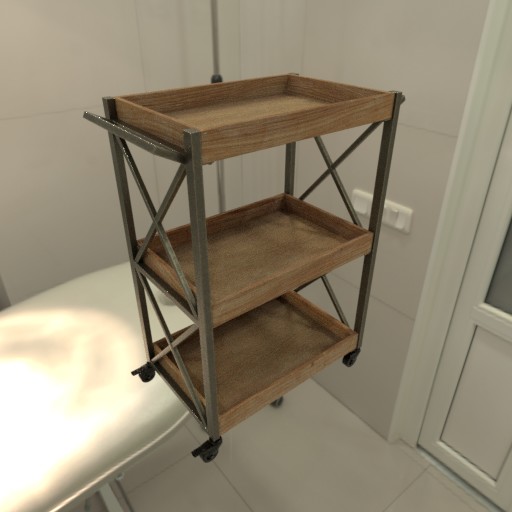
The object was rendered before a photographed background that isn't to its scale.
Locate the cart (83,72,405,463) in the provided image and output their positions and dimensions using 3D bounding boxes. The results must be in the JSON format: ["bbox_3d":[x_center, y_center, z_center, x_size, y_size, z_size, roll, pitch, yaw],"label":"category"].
[{"bbox_3d":[0.000,0.000,1.198,0.673,0.835,0.377,-22,37,-32],"label":"cart"}]
